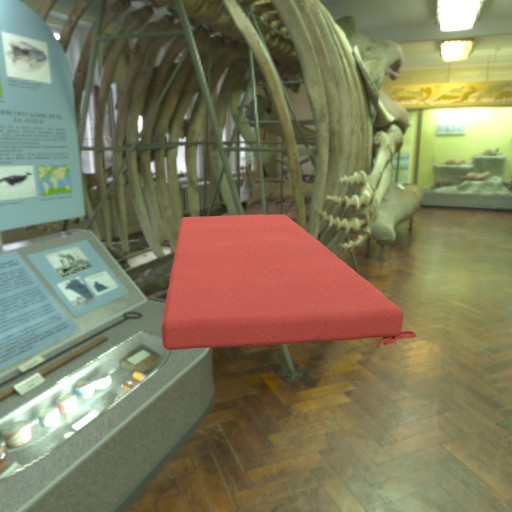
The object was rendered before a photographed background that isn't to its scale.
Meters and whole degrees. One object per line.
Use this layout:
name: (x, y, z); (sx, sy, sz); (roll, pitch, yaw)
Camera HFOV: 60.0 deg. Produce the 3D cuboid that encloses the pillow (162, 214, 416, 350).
pillow: (0.000, 0.000, 1.363); (0.492, 0.081, 1.187); (-2, 15, -7)
